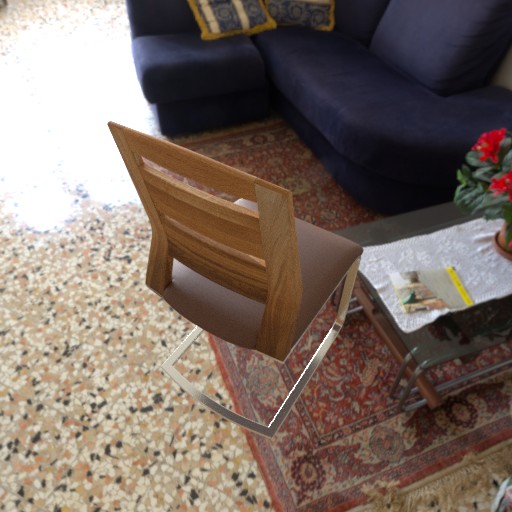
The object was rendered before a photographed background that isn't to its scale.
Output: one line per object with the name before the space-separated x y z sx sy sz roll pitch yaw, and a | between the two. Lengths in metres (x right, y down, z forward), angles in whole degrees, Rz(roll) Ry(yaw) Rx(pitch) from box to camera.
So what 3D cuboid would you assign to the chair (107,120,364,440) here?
chair | 0.000 0.000 1.269 0.460 0.970 0.570 25 51 22
